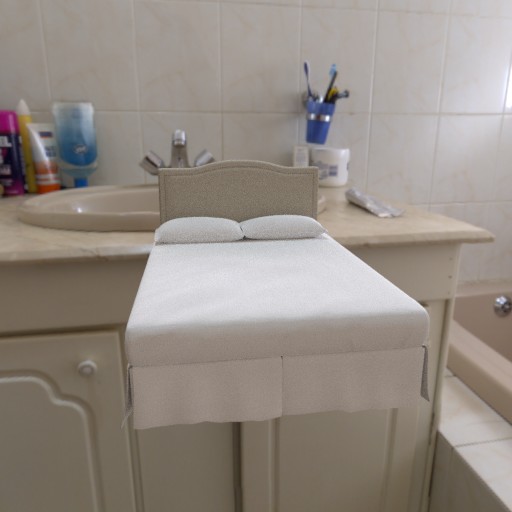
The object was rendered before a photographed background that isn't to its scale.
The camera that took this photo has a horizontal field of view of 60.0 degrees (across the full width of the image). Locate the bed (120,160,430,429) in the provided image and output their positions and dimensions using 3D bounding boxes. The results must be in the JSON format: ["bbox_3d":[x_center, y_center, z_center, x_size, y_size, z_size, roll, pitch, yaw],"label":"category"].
[{"bbox_3d":[0.000,0.000,3.718,1.977,1.437,2.477,-2,16,-8],"label":"bed"}]
